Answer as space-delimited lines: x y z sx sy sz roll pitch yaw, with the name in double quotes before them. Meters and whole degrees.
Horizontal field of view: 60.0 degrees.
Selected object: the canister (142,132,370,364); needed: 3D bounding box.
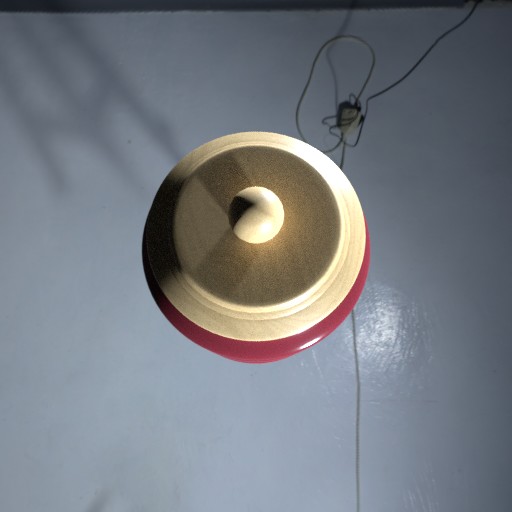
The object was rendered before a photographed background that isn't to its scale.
"canister" 0.000 0.000 0.280 0.130 0.176 0.130 0 75 0
